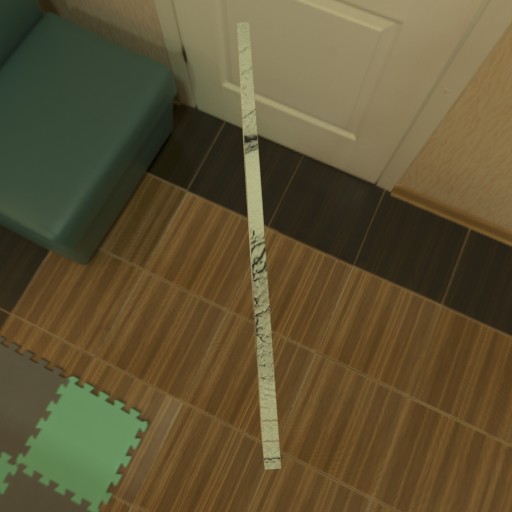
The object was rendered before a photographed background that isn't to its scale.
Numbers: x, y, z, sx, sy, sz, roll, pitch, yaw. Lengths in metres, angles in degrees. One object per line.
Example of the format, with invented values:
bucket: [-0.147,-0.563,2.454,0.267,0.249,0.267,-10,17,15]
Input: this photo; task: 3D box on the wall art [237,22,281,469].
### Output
wall art: [0.000,0.000,1.444,0.035,0.758,1.141,-3,74,-1]
